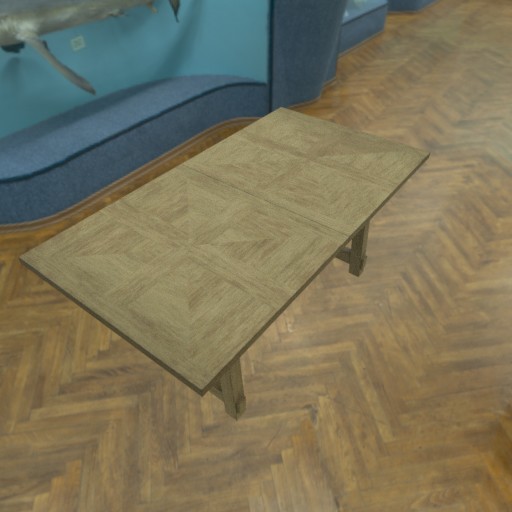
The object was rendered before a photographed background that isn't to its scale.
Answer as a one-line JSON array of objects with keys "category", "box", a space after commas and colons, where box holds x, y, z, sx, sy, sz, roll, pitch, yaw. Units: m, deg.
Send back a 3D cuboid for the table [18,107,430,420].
[{"category": "table", "box": [0.000, 0.000, 2.397, 1.016, 0.768, 1.881, 27, 48, 27]}]
